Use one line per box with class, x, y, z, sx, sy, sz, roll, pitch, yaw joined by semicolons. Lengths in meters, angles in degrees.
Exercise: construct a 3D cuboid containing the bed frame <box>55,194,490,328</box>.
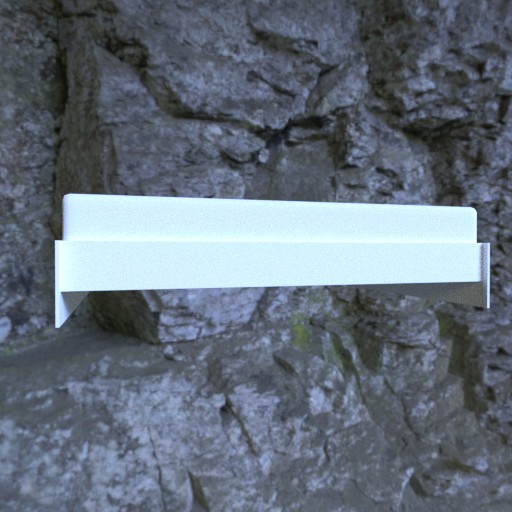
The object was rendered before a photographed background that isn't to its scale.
bed frame;0.000;0.000;2.574;1.945;0.497;1.445;0;1;-16
